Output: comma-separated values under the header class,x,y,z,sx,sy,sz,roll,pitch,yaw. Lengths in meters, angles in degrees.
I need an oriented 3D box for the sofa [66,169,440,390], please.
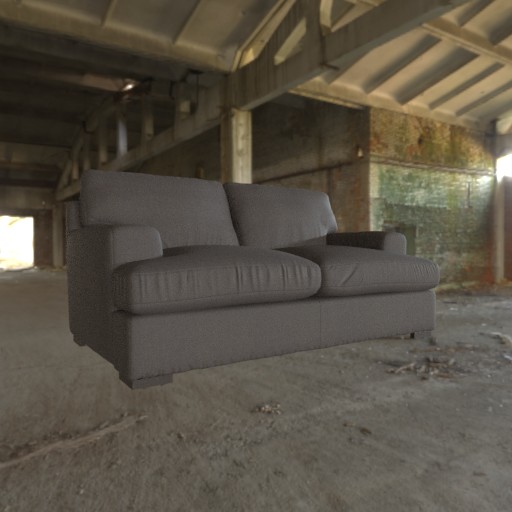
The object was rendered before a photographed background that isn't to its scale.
class,x,y,z,sx,sy,sz,roll,pitch,yaw
sofa,0.000,0.000,2.515,1.880,0.940,1.143,-1,1,-34
